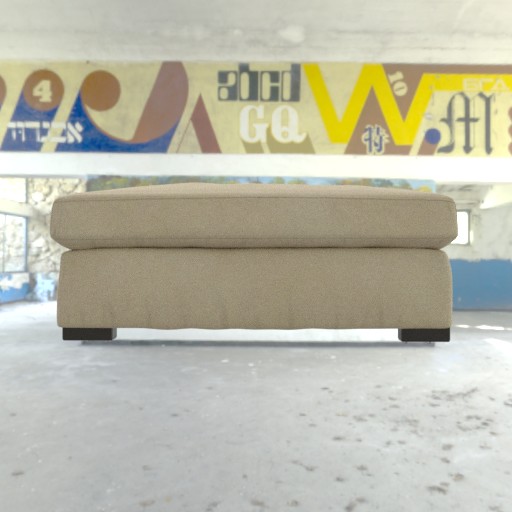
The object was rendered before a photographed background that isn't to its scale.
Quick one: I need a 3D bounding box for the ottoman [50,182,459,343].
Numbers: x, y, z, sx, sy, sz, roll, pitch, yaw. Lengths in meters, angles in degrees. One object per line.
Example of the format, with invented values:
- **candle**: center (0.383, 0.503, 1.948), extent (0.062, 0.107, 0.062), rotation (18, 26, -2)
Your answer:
- **ottoman**: center (0.000, 0.000, 1.859), extent (1.205, 0.522, 1.190), rotation (0, 0, 1)
